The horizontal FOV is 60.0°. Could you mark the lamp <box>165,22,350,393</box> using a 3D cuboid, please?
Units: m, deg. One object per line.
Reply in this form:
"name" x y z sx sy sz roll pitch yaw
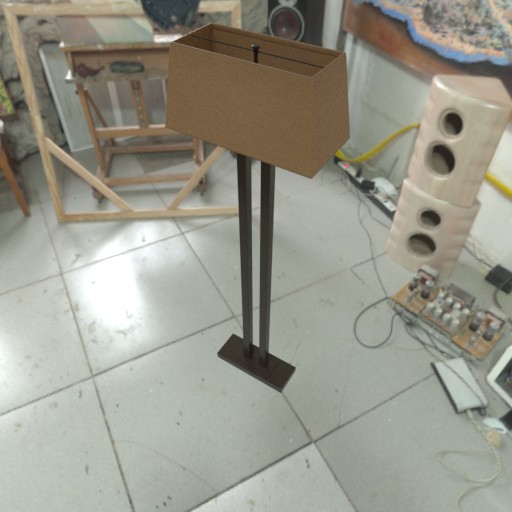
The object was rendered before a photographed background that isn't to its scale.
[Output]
"lamp" 0.000 0.000 1.611 0.475 1.469 0.233 24 50 22
